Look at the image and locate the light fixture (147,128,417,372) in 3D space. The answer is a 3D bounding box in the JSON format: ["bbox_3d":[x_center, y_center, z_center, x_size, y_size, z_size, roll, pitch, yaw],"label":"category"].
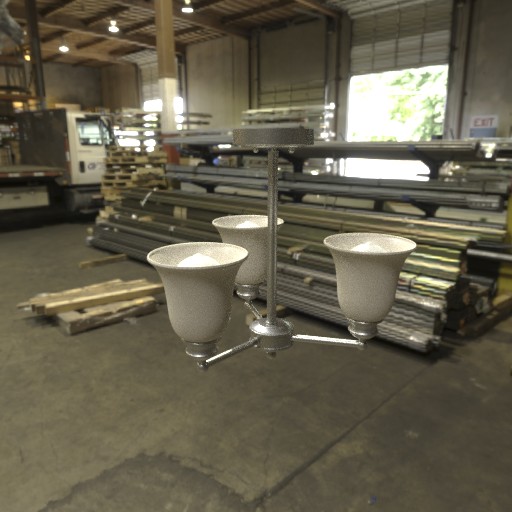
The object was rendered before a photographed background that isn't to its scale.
[{"bbox_3d":[0.000,0.000,0.672,0.388,0.370,0.354,14,20,42],"label":"light fixture"}]
